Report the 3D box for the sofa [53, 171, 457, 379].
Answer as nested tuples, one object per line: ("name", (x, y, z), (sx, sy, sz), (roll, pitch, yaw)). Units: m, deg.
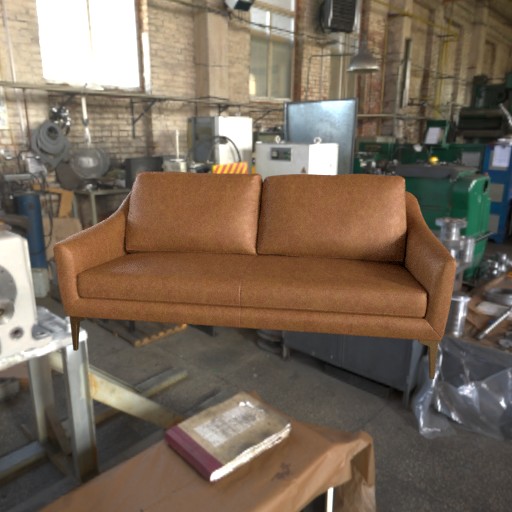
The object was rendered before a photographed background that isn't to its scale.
("sofa", (0.000, 0.000, 2.657), (2.036, 0.945, 0.981), (2, 15, 9))
